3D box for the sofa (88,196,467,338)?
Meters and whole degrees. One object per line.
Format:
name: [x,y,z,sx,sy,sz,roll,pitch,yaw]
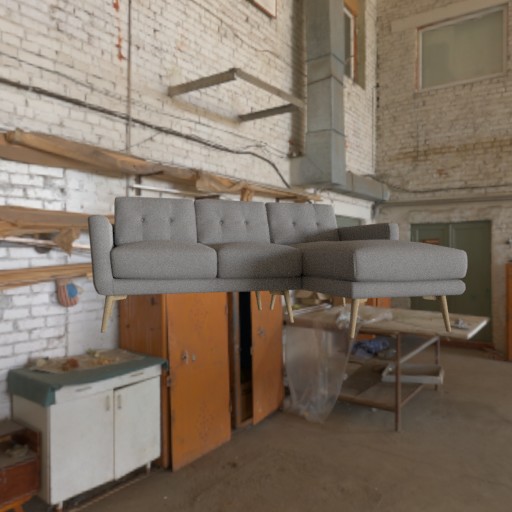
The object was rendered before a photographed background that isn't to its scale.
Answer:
sofa: [0.000,0.000,2.883,2.040,0.860,1.530,0,0,-18]
